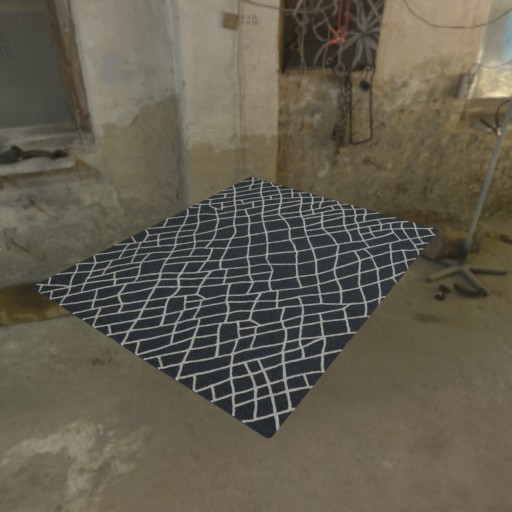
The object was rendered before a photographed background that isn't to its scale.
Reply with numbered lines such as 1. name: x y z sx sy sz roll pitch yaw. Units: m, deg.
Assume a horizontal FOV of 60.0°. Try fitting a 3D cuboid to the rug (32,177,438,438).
1. rug: 0.000 0.000 4.134 2.439 0.022 3.047 21 38 30
